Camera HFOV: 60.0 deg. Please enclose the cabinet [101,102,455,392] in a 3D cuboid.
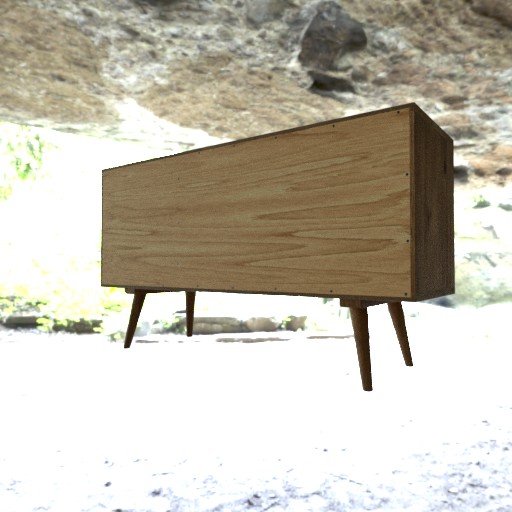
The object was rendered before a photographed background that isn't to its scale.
[{"bbox_3d":[0.000,0.000,1.782,1.400,0.800,0.472,-1,-1,36],"label":"cabinet"}]
